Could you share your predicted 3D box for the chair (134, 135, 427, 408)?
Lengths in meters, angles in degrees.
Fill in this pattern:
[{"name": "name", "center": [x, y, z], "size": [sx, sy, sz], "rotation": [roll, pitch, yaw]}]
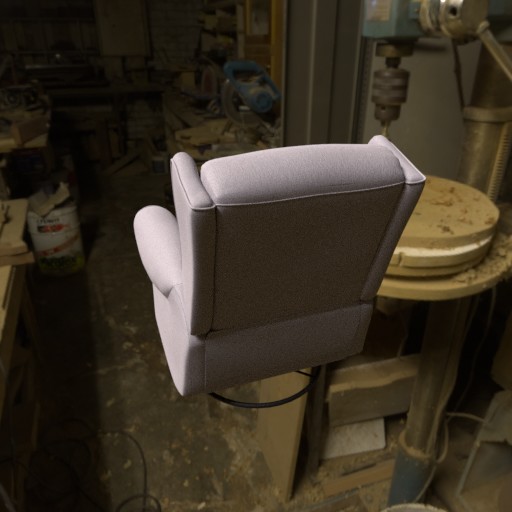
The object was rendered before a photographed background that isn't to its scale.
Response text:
[{"name": "chair", "center": [0.000, 0.000, 1.711], "size": [0.847, 1.011, 0.969], "rotation": [-9, 29, -17]}]
